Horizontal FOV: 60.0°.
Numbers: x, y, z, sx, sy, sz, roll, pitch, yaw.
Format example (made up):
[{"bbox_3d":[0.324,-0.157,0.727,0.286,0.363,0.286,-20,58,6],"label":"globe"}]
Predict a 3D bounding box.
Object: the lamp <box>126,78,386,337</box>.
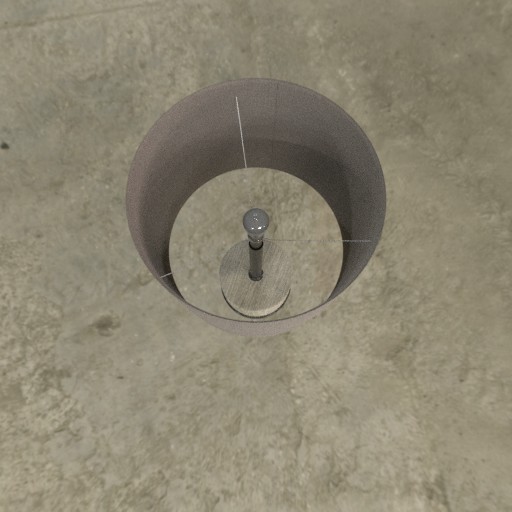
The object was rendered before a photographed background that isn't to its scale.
[{"bbox_3d":[0.000,0.000,0.614,0.229,0.470,0.229,19,77,5],"label":"lamp"}]
